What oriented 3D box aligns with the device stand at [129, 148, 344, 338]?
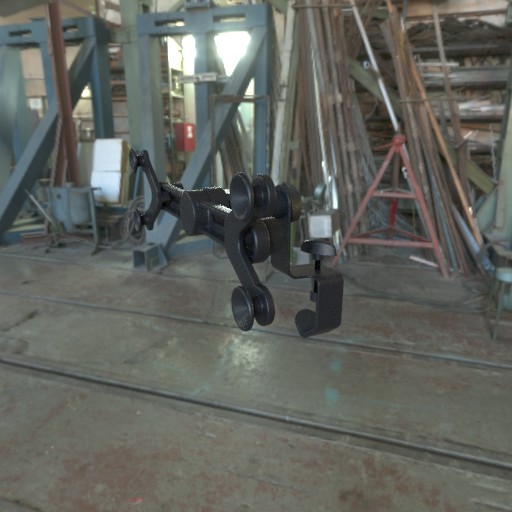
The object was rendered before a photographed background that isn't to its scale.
[{"bbox_3d":[0.000,0.000,0.368,0.142,0.166,0.270,-8,18,-25],"label":"device stand"}]
